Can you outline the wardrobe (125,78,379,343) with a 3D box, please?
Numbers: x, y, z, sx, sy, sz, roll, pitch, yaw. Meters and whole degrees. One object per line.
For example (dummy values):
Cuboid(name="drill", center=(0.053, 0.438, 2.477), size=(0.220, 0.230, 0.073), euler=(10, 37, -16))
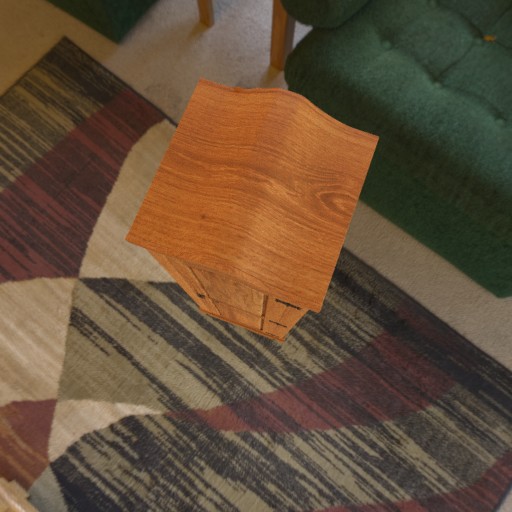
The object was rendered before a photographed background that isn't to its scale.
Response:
Cuboid(name="wardrobe", center=(0.000, 0.000, 2.138), size=(0.590, 1.870, 0.570), euler=(20, 77, 5))
